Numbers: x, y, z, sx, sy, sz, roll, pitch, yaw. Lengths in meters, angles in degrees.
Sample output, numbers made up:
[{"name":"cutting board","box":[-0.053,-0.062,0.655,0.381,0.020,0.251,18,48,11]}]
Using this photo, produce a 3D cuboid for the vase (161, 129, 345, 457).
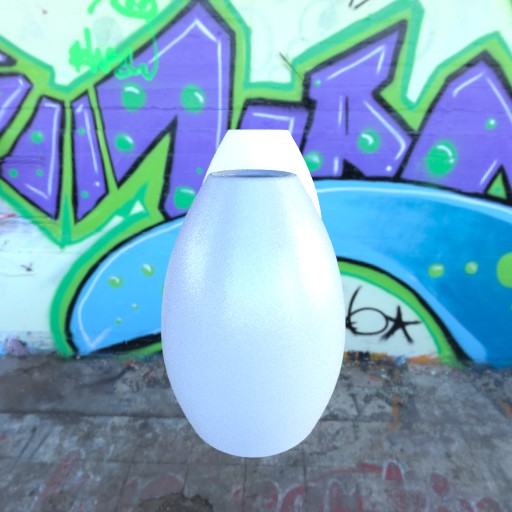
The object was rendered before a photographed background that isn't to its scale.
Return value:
[{"name":"vase","box":[0.000,0.000,0.256,0.089,0.131,0.187,1,26,1]}]
